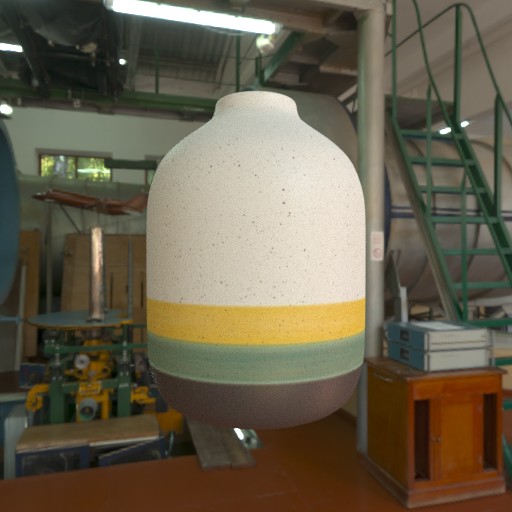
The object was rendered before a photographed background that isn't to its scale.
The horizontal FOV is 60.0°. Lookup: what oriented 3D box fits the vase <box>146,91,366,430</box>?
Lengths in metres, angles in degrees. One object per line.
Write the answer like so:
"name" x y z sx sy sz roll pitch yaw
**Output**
"vase" 0.000 0.000 0.353 0.169 0.240 0.169 0 0 0
